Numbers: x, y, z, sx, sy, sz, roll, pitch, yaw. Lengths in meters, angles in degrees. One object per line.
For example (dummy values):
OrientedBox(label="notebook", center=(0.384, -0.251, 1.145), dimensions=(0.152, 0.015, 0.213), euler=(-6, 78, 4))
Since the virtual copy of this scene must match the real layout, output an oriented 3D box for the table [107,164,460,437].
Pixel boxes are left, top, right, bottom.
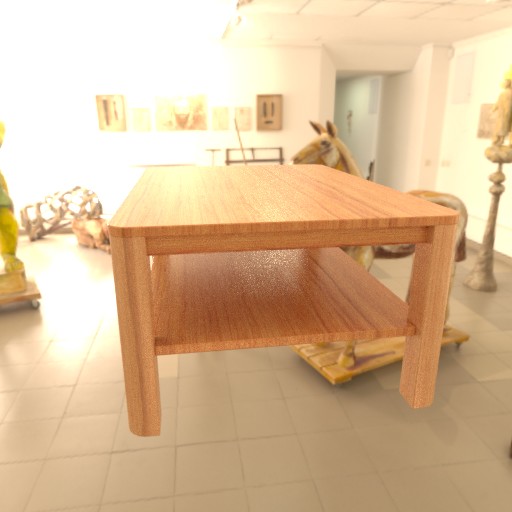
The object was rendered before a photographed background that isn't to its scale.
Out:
OrientedBox(label="table", center=(0.000, 0.000, 1.361), dimensions=(0.696, 0.445, 0.997), euler=(-3, 18, -9))
